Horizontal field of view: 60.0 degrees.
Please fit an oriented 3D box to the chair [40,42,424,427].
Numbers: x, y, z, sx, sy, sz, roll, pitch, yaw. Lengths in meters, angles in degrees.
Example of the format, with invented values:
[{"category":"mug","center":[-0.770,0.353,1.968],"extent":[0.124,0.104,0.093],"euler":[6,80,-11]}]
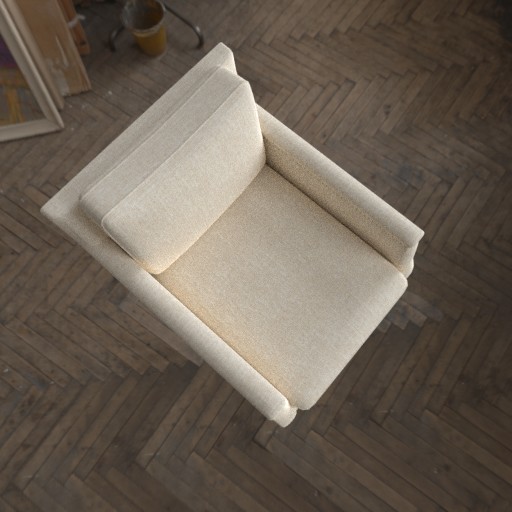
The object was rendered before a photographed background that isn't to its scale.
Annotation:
[{"category":"chair","center":[0.000,0.000,1.735],"extent":[1.041,0.940,0.838],"euler":[40,78,10]}]
